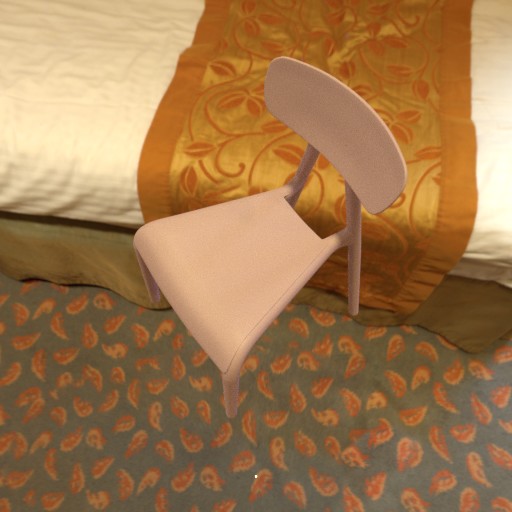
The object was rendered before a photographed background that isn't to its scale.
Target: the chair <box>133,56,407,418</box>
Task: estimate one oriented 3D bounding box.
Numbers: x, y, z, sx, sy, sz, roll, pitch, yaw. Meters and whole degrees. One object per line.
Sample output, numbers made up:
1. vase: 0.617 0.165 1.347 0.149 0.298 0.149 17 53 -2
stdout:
1. chair: 0.000 0.000 0.836 0.401 0.580 0.356 -33 68 -15
